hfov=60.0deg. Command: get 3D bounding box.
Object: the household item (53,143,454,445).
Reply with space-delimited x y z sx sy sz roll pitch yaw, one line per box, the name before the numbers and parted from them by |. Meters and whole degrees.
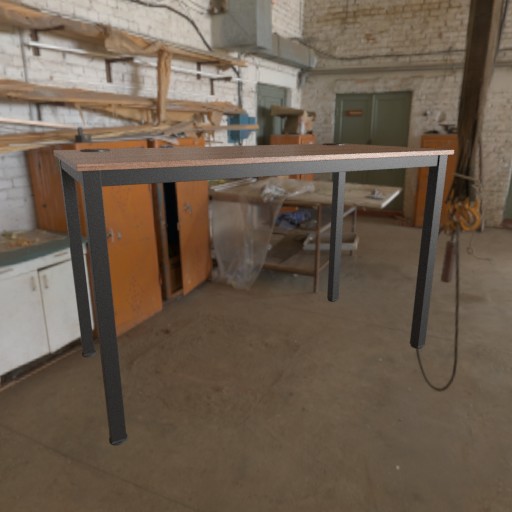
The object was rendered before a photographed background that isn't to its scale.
household item | 0.000 0.000 1.588 1.200 0.750 0.600 -9 19 -27
